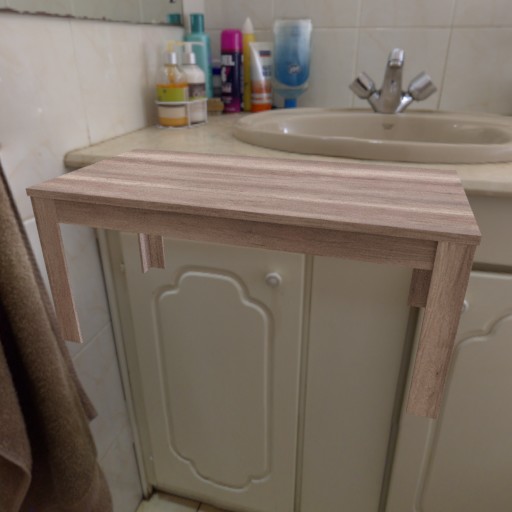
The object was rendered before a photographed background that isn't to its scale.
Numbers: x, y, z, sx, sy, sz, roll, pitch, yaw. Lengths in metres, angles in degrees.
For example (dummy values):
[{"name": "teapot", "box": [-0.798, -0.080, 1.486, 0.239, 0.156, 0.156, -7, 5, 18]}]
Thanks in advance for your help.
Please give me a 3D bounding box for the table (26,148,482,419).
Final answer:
[{"name": "table", "box": [0.000, 0.000, 2.220, 1.800, 0.790, 0.900, 8, 26, 16]}]
